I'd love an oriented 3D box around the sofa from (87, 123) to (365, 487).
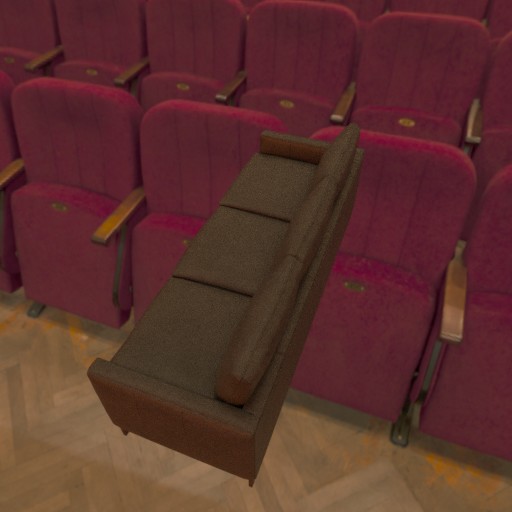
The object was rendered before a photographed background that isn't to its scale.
[{"bbox_3d":[0.000,0.000,2.402,0.748,0.805,2.029,15,47,15],"label":"sofa"}]
